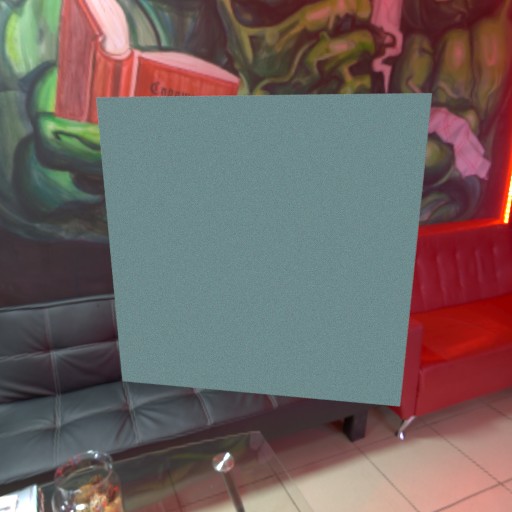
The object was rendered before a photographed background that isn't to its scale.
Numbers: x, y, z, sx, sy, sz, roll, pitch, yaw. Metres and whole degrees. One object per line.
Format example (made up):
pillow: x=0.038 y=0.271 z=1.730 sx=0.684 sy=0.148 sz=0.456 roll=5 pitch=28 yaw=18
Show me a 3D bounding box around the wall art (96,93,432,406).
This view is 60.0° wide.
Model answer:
wall art: x=0.000 y=0.000 z=0.886 sx=0.603 sy=0.603 sz=0.036 roll=2 pitch=16 yaw=9
